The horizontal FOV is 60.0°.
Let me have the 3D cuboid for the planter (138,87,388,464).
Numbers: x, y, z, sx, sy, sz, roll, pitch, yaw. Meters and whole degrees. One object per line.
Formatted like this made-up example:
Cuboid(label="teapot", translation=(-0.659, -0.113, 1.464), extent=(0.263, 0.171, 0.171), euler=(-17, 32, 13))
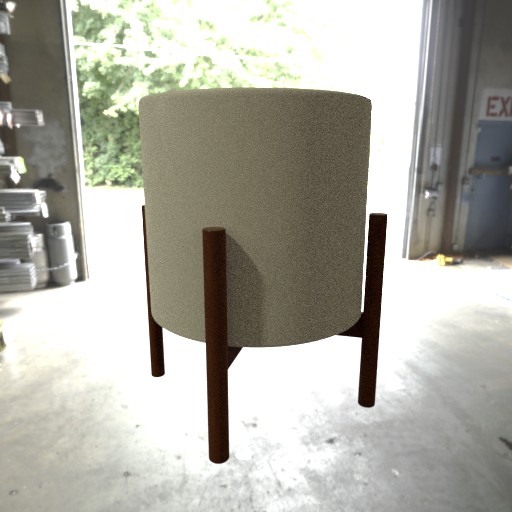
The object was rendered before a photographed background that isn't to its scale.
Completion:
Cuboid(label="planter", translation=(0.000, 0.000, 0.884), extent=(0.421, 0.581, 0.420), euler=(-7, 15, -27))
